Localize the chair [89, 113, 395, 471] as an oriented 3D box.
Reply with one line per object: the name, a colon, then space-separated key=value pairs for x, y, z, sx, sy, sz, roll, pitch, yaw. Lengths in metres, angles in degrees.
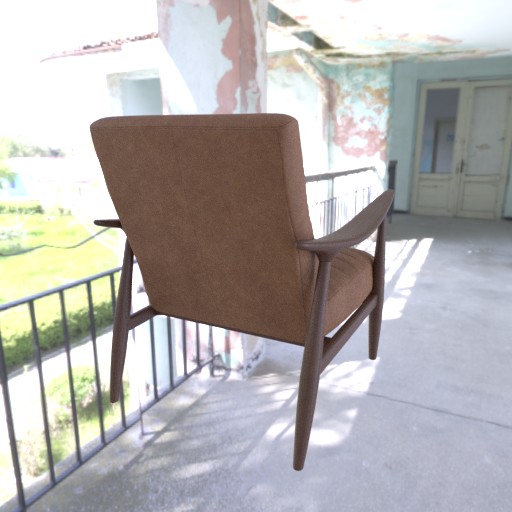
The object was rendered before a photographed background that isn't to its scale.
chair: x=0.000 y=0.000 z=1.421 sx=0.741 sy=0.832 sz=0.798 roll=7 pitch=16 yaw=27
